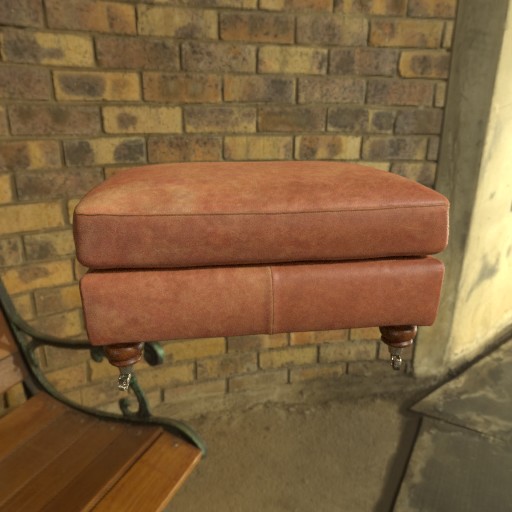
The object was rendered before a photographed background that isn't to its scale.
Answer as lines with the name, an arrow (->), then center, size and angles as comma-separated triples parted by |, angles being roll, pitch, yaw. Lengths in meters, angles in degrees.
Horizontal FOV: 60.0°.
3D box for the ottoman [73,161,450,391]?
ottoman -> 0.000, 0.000, 1.238 | 0.852, 0.507, 0.565 | -2, 18, -7
